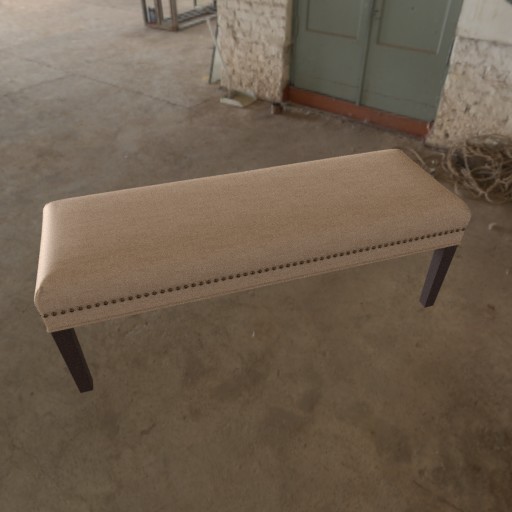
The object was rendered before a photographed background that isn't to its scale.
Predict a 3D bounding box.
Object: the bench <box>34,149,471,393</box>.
[{"bbox_3d":[0.000,0.000,1.432,1.219,0.457,0.410,-11,41,-13],"label":"bench"}]
